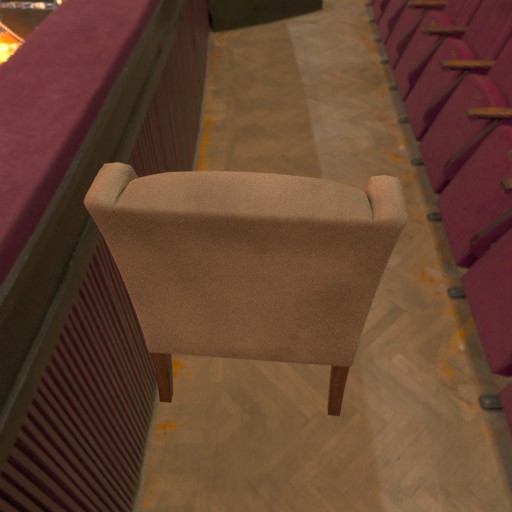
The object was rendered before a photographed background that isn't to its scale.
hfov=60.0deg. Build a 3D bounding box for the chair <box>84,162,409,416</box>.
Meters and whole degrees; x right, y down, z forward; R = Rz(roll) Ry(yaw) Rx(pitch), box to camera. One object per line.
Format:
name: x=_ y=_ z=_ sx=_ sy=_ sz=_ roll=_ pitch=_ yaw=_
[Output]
chair: x=0.000 y=0.000 z=1.339 sx=0.629 sy=0.895 sz=0.629 roll=3 pitch=46 yaw=3
